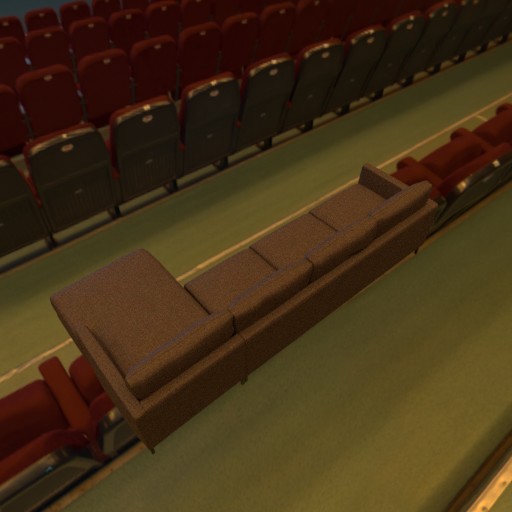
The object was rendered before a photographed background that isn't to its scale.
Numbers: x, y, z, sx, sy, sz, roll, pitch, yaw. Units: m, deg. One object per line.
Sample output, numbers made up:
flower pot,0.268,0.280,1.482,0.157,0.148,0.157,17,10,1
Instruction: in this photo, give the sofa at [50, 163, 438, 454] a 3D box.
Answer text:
sofa,0.000,0.000,3.924,3.221,0.892,1.483,-31,54,-26
